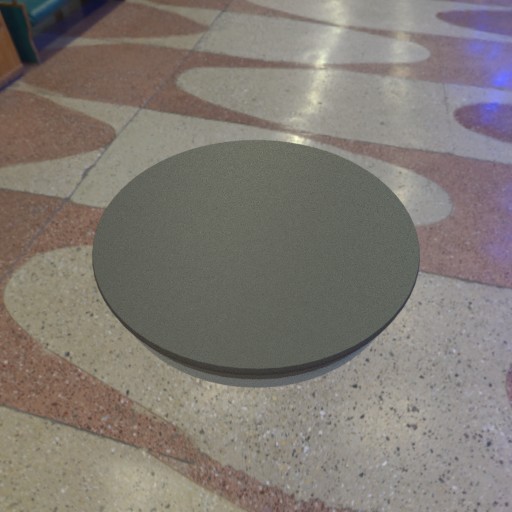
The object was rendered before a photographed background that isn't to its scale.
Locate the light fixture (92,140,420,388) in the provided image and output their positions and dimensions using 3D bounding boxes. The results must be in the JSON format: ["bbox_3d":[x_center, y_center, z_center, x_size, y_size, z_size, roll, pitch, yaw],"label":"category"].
[{"bbox_3d":[0.000,0.000,0.547,0.368,0.100,0.368,0,46,0],"label":"light fixture"}]
